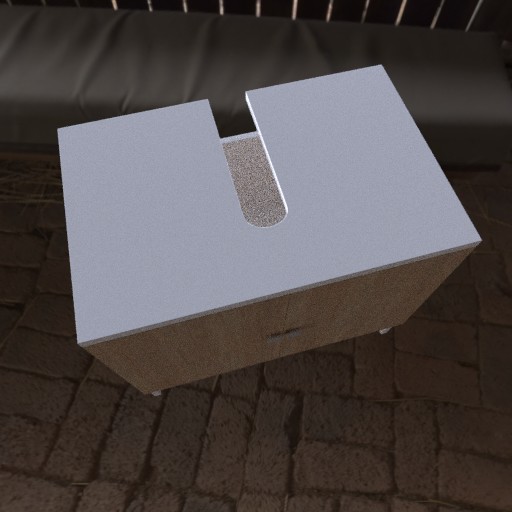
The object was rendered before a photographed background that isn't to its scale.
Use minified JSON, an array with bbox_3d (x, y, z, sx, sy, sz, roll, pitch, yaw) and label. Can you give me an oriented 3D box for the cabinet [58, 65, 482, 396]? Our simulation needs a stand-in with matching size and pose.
[{"bbox_3d":[0.000,0.000,0.945,0.600,0.522,0.400,-14,64,-7],"label":"cabinet"}]
